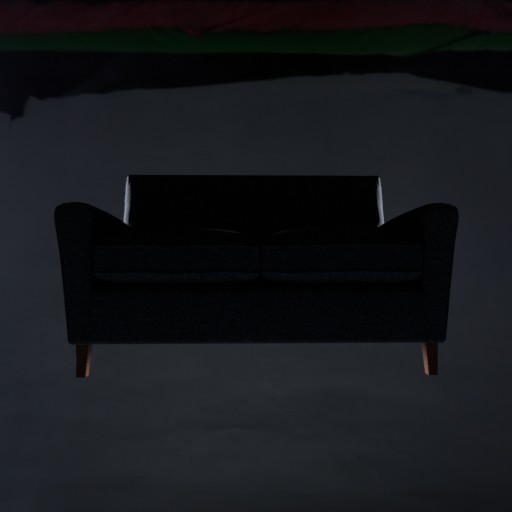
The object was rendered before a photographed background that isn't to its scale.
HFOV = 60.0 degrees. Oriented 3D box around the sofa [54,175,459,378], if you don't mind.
[{"bbox_3d":[0.000,0.000,1.969,1.420,0.846,0.875,0,1,-1],"label":"sofa"}]
